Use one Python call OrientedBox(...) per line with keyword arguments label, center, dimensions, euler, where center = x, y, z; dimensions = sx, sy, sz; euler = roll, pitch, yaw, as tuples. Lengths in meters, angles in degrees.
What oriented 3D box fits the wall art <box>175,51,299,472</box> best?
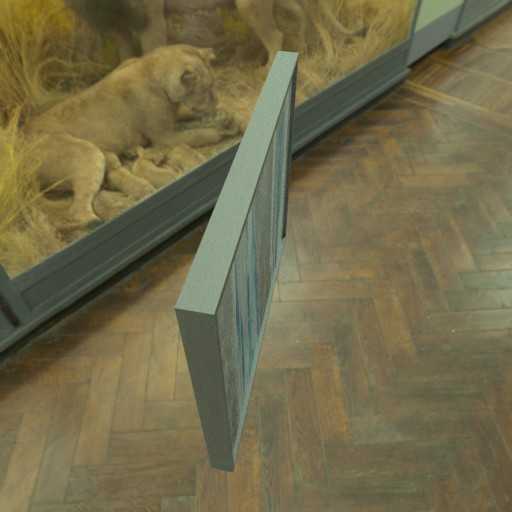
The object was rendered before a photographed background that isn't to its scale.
OrientedBox(label="wall art", center=(0.000, 0.000, 0.749), dimensions=(0.037, 0.450, 0.557), euler=(9, 48, 8))
